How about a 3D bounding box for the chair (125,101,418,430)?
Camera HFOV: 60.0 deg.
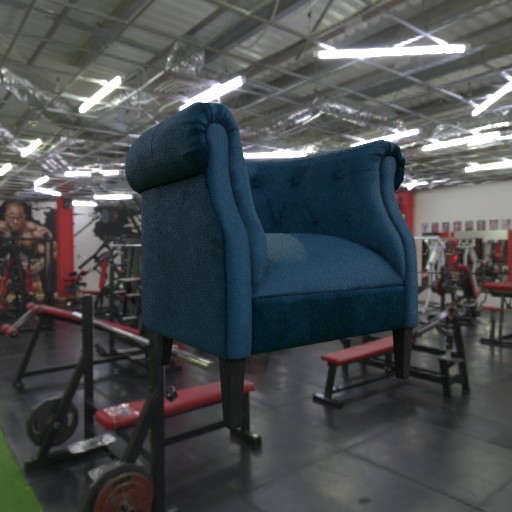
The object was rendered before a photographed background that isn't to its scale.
[{"bbox_3d":[0.000,0.000,1.598,0.904,0.826,0.851,-1,2,-36],"label":"chair"}]
